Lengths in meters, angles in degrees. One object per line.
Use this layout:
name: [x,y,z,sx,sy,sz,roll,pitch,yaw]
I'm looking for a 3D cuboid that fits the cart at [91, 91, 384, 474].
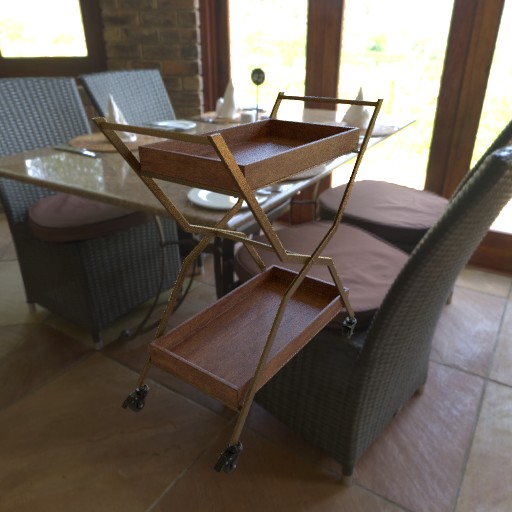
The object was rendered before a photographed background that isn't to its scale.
cart: [0.000,0.000,1.355,0.405,0.869,0.836,17,31,32]
